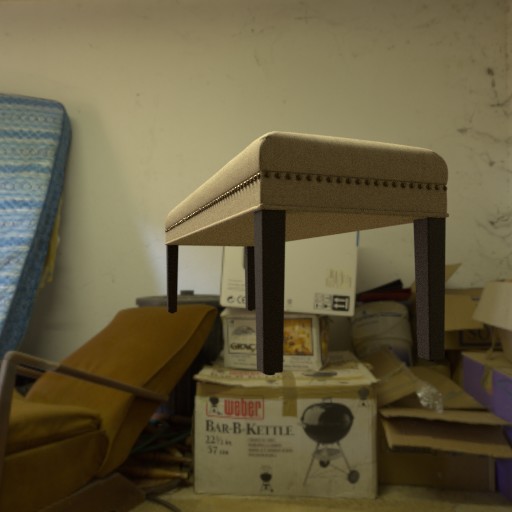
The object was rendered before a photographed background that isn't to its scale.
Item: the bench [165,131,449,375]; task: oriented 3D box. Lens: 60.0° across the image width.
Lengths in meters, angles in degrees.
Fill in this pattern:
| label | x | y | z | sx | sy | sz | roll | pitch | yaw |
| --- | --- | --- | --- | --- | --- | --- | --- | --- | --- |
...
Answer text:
| label | x | y | z | sx | sy | sz | roll | pitch | yaw |
| --- | --- | --- | --- | --- | --- | --- | --- | --- | --- |
| bench | 0.000 | 0.000 | 1.399 | 0.410 | 0.457 | 1.219 | 1 | -2 | -19 |
